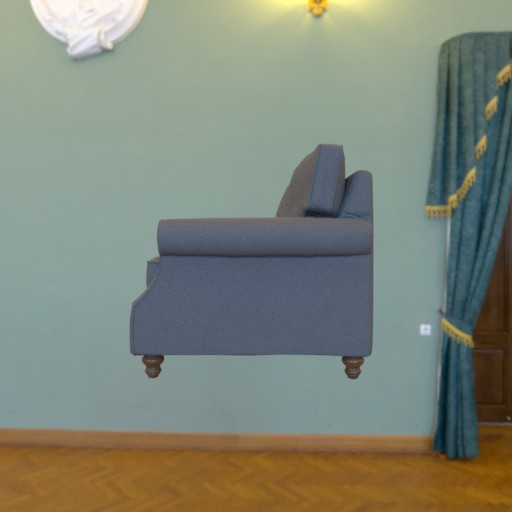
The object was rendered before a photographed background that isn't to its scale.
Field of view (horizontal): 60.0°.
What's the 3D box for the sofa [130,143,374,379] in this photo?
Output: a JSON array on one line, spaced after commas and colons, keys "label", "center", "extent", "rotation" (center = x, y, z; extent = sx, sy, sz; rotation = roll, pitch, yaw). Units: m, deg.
[{"label": "sofa", "center": [0.000, 0.000, 2.800], "extent": [0.966, 0.948, 2.353], "rotation": [0, 1, 1]}]
